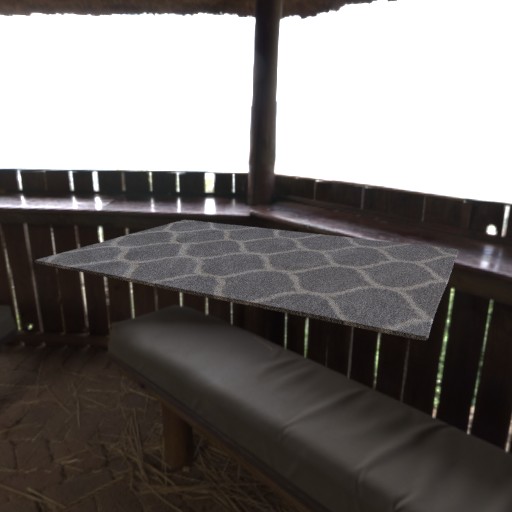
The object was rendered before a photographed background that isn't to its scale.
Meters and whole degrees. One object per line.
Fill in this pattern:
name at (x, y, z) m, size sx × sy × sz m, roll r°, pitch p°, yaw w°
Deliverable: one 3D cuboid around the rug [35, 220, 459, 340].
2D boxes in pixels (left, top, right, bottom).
rug at (0.000, 0.000, 3.370) m, size 2.701 × 0.026 × 1.801 m, roll 8°, pitch 17°, yaw 27°
